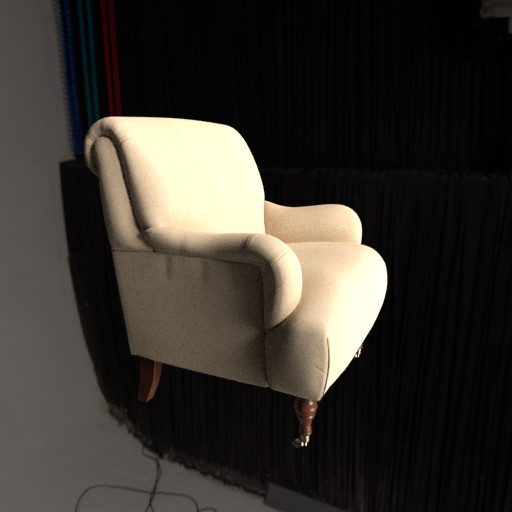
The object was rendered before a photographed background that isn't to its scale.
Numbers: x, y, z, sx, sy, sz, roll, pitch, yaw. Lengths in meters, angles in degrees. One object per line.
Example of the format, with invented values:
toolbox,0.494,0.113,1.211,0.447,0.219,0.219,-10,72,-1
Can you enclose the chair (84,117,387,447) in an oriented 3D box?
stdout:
chair,0.000,0.000,1.570,0.842,0.944,0.766,7,16,26
